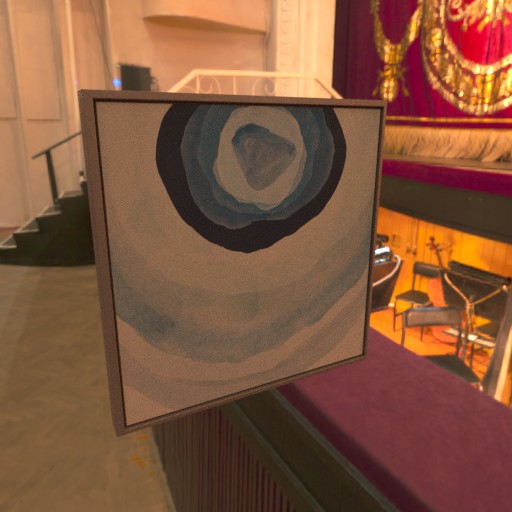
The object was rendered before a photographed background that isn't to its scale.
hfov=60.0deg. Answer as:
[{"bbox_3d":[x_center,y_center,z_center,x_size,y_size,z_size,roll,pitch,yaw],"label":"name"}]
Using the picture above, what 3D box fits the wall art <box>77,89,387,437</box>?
[{"bbox_3d":[0.000,0.000,0.513,0.349,0.349,0.028,-9,18,-27],"label":"wall art"}]
